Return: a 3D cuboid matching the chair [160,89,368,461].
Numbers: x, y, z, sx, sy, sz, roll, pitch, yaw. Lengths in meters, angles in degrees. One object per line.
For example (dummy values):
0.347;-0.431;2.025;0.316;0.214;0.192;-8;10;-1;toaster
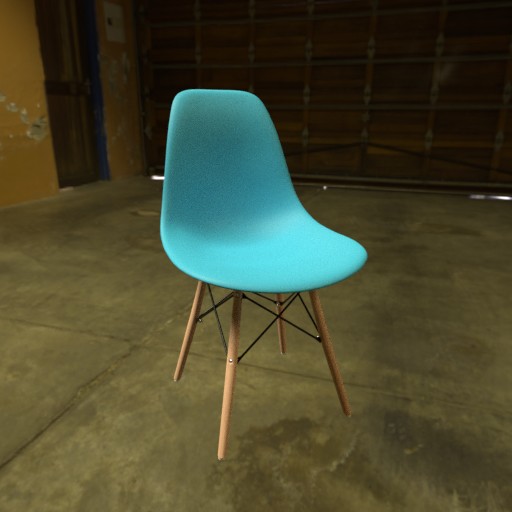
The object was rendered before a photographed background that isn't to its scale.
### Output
0.000;0.000;1.138;0.470;0.826;0.531;-8;19;-24;chair
